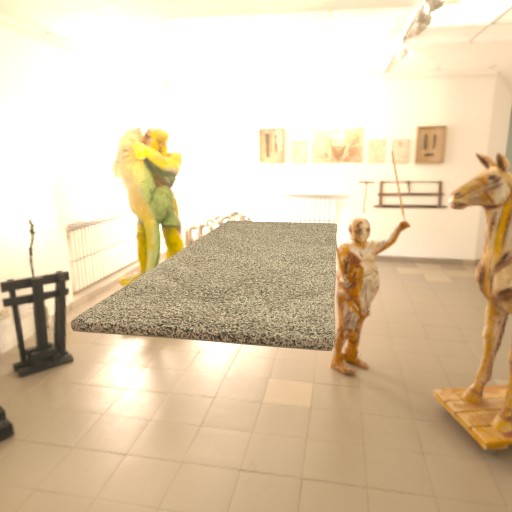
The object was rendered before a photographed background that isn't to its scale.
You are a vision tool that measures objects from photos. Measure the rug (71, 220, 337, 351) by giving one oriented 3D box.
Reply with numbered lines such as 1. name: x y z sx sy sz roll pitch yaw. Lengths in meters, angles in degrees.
1. rug: 0.000 0.000 1.704 0.609 0.030 1.524 2 14 10
